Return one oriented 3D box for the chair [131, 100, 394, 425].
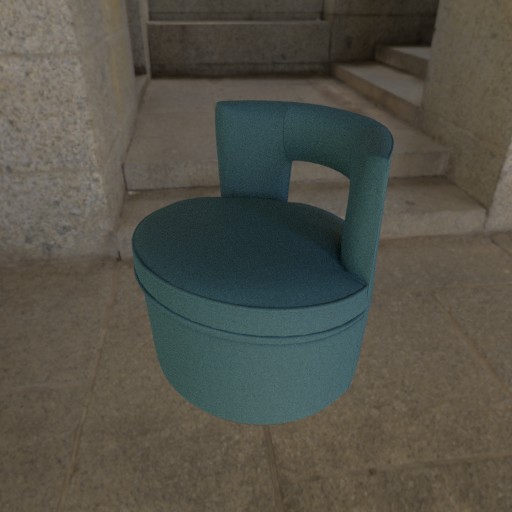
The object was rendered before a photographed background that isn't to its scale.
[{"bbox_3d":[0.000,0.000,1.235,0.660,0.711,0.684,-21,37,-31],"label":"chair"}]
